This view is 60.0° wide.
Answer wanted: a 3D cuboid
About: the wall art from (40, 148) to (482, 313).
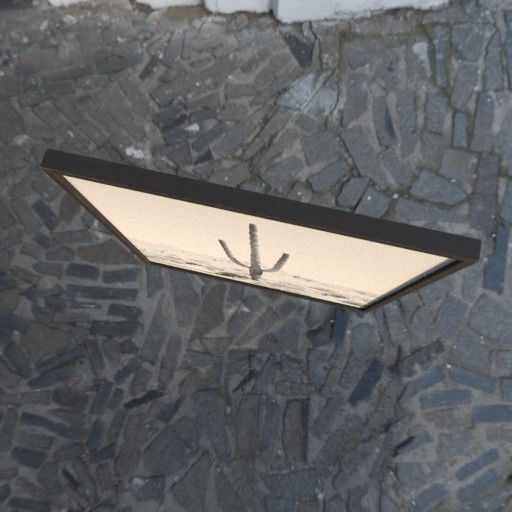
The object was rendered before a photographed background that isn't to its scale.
[{"bbox_3d":[0.000,0.000,1.123,0.762,0.762,0.038,12,77,3],"label":"wall art"}]
